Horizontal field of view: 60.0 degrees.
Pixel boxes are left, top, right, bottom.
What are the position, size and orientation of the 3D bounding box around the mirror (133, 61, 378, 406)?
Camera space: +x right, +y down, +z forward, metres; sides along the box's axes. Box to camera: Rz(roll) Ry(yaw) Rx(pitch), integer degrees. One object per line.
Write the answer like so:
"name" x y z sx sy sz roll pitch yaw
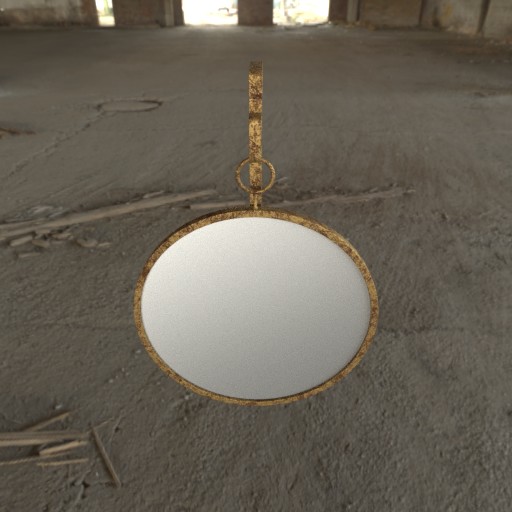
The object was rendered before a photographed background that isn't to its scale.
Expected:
"mirror" 0.000 0.000 0.822 0.447 0.651 0.144 1 30 1
